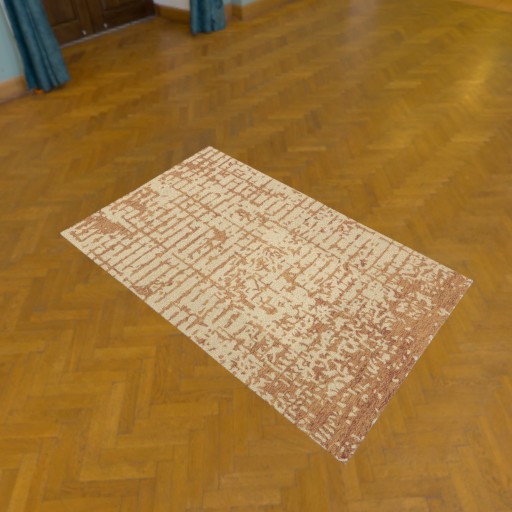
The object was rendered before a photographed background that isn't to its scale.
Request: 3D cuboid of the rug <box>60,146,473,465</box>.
[{"bbox_3d":[0.000,0.000,3.045,2.435,0.011,1.517,32,54,27],"label":"rug"}]
